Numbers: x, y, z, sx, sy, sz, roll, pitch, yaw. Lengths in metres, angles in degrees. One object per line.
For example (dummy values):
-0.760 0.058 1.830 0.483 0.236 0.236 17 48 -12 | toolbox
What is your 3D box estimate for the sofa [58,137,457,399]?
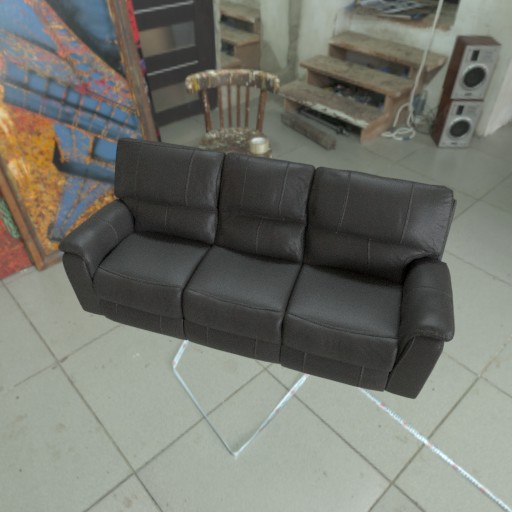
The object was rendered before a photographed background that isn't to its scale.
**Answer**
0.000 0.000 3.178 2.627 1.134 1.104 12 42 13 | sofa
